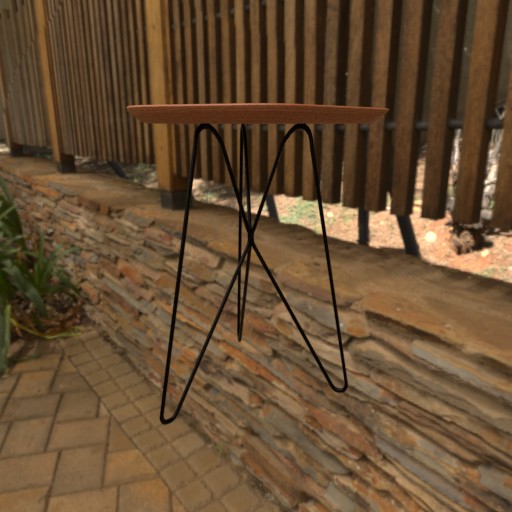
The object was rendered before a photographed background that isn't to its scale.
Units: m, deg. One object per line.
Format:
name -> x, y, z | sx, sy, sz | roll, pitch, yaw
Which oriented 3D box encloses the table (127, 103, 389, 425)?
table -> 0.000, 0.000, 0.895 | 0.500, 0.562, 0.400 | -15, 22, -41
